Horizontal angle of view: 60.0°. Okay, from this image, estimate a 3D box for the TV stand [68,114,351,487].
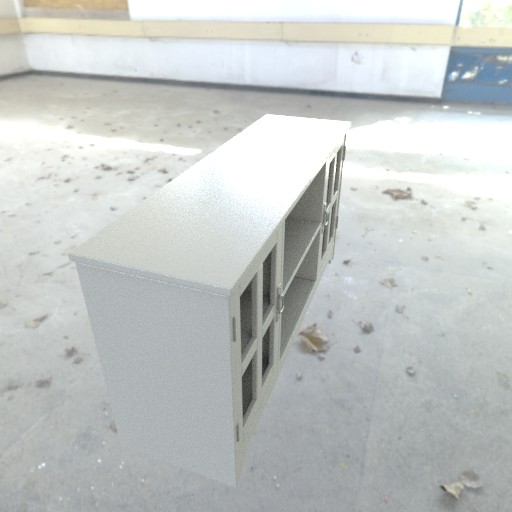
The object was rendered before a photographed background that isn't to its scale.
[{"bbox_3d":[0.000,0.000,1.429,0.344,0.603,1.167,11,33,17],"label":"TV stand"}]
